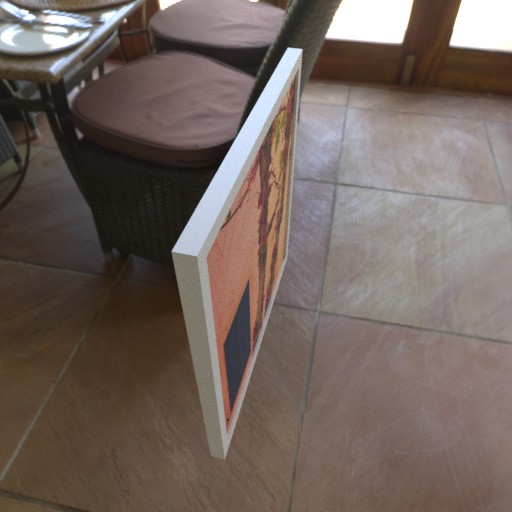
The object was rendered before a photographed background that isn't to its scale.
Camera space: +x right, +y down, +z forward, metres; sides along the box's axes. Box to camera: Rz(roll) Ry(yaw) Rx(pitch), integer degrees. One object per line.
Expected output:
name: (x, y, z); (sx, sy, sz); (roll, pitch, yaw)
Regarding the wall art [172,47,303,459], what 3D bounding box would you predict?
wall art: (0.000, 0.000, 1.146); (0.038, 0.762, 0.762); (11, 47, 11)
